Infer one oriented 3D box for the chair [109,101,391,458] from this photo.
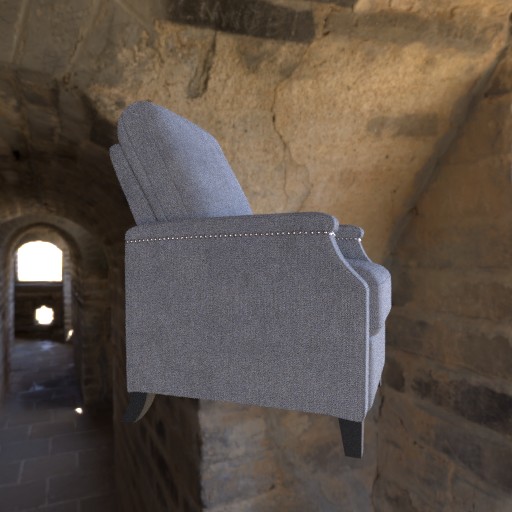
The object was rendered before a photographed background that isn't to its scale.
[{"bbox_3d":[0.000,0.000,1.611,0.922,1.049,0.710,0,1,20],"label":"chair"}]
